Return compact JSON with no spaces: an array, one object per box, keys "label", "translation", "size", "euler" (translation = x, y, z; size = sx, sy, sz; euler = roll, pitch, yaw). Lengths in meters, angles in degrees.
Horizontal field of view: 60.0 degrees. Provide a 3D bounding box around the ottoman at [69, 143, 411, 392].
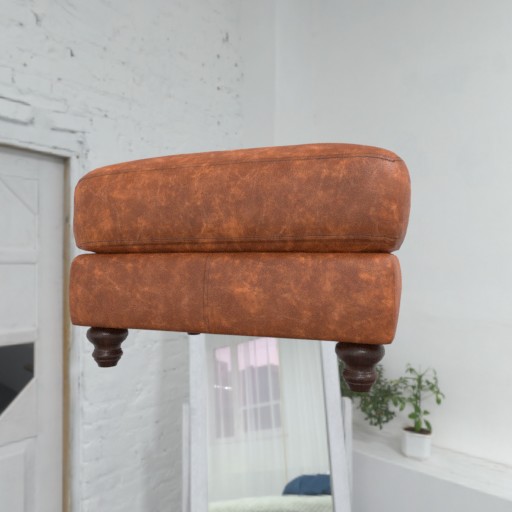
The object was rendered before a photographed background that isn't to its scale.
[{"label":"ottoman","translation":[0.000,0.000,1.267],"size":[0.832,0.562,0.657],"euler":[0,0,19]}]
